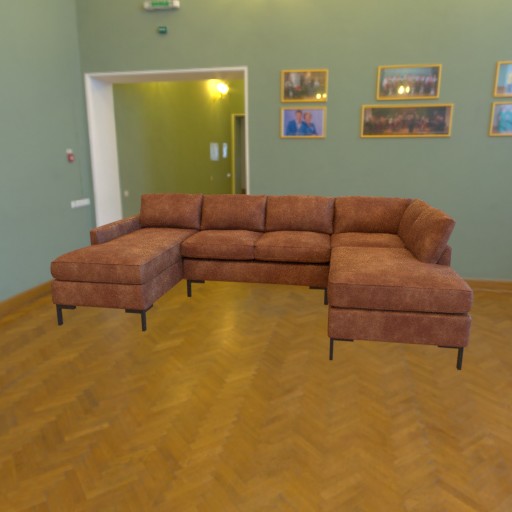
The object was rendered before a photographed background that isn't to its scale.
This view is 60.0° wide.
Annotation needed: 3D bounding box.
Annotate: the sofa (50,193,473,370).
[{"bbox_3d":[0.000,0.000,3.770,2.956,0.900,1.939,2,13,10],"label":"sofa"}]
